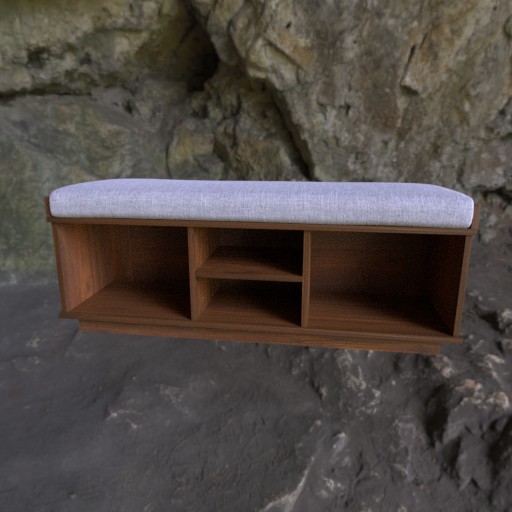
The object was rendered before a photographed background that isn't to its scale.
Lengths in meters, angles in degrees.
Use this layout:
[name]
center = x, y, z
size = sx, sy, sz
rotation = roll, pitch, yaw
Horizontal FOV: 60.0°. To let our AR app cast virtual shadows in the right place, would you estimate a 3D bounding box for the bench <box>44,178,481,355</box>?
[bench]
center = 0.000, 0.000, 1.415
size = 1.196, 0.468, 0.367
rotation = 2, 16, 8
